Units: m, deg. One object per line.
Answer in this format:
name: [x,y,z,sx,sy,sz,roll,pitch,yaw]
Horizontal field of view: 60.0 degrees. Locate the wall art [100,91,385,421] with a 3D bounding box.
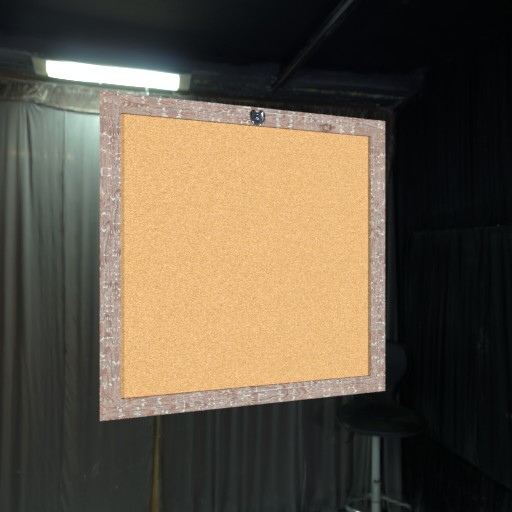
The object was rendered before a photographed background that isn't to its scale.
wall art: [0.000,0.000,0.578,0.384,0.384,0.012,0,0,-18]
